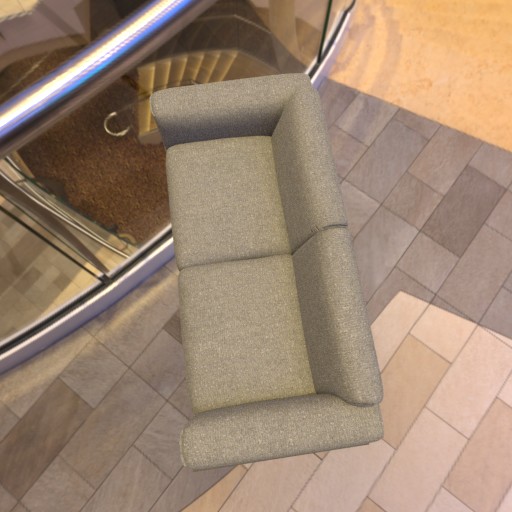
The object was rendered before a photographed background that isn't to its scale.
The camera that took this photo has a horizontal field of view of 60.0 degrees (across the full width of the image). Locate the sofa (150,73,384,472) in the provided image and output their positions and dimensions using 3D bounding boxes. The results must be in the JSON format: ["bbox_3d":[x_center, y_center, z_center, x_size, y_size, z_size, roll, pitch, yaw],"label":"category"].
[{"bbox_3d":[0.000,0.000,2.555,0.985,0.703,2.125,-8,74,-2],"label":"sofa"}]
